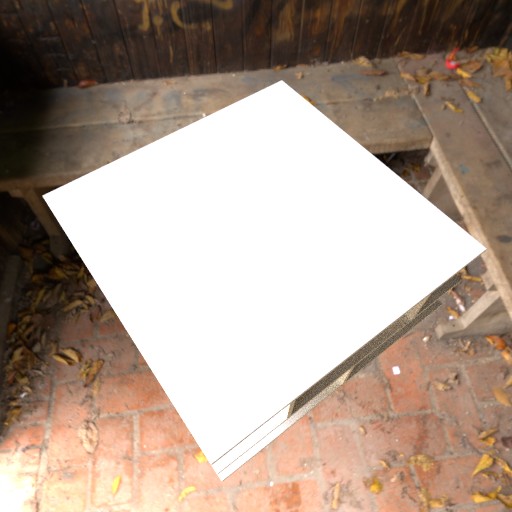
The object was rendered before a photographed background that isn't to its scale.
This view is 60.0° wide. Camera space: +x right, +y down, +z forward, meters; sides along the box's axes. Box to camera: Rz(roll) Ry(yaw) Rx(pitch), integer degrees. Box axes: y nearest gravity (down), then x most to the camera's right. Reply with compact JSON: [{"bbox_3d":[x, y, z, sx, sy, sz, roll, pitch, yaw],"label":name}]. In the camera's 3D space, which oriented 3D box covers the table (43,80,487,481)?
[{"bbox_3d":[0.000,0.000,1.100,0.700,0.289,0.700,-32,63,-18],"label":"table"}]
